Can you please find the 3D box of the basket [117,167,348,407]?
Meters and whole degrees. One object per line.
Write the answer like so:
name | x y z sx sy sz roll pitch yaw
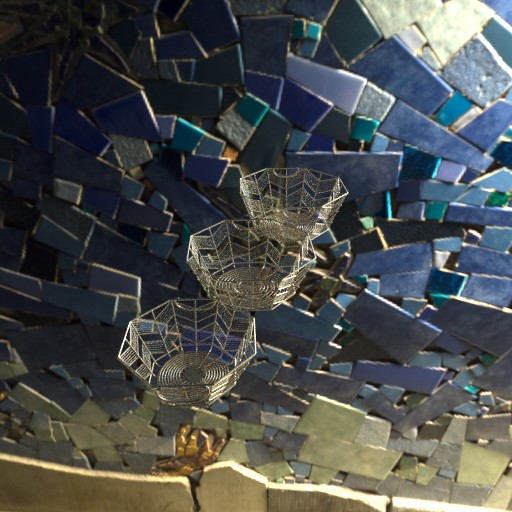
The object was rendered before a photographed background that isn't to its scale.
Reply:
basket | 0.000 0.000 1.418 0.432 0.178 1.246 10 32 17
